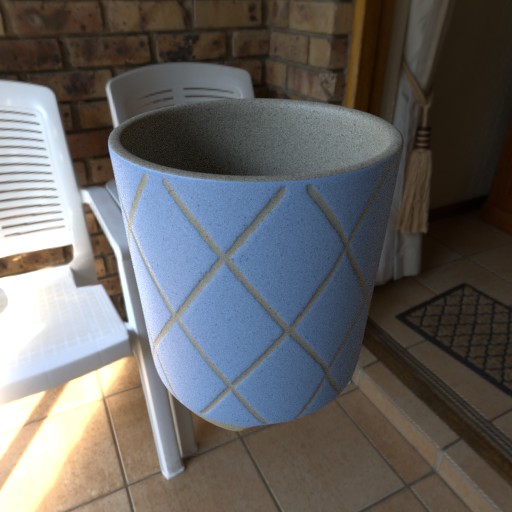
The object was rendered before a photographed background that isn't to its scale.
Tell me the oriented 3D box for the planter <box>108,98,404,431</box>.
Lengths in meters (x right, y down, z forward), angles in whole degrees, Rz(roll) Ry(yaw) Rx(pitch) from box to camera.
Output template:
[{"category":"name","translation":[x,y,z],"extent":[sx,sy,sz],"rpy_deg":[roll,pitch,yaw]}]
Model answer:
[{"category":"planter","translation":[0.000,0.000,0.347],"extent":[0.191,0.200,0.191],"rpy_deg":[0,31,0]}]
